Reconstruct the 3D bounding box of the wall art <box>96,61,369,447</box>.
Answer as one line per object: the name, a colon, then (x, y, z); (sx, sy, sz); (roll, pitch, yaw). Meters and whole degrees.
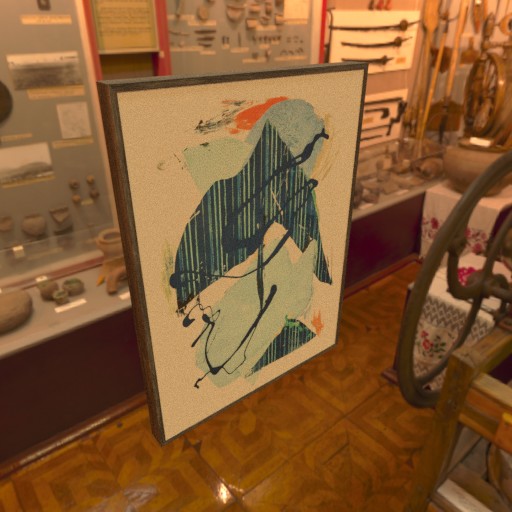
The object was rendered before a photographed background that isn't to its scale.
wall art: (0.000, 0.000, 1.309); (0.762, 1.016, 0.063); (-20, 34, -33)
